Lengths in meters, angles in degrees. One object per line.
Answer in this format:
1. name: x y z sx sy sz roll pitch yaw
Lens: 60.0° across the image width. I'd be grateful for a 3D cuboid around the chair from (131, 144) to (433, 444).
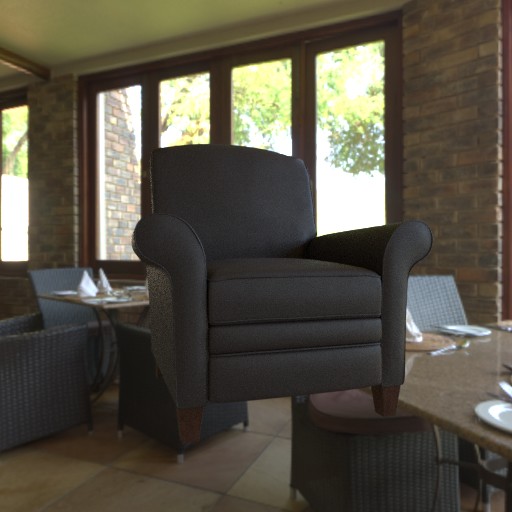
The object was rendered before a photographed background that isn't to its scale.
1. chair: 0.000 0.000 1.755 0.978 1.061 0.902 0 0 -18
